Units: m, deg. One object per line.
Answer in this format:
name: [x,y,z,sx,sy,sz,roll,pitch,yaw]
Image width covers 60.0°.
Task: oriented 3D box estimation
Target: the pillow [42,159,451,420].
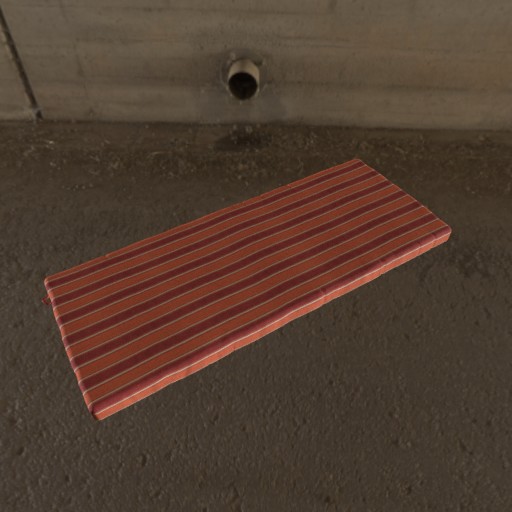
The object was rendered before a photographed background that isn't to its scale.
pillow: [0.000,0.000,1.335,1.187,0.081,0.492,-24,51,-21]
